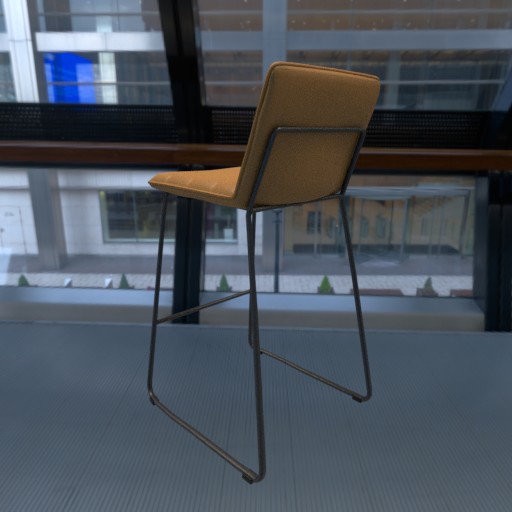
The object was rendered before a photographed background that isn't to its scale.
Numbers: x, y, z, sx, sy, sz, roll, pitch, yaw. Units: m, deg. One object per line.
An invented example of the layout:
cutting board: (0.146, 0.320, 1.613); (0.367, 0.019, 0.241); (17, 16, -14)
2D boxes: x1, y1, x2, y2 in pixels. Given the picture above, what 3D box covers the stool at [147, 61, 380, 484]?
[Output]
stool: (0.000, 0.000, 1.244); (0.489, 0.936, 0.524); (-15, 22, -42)
